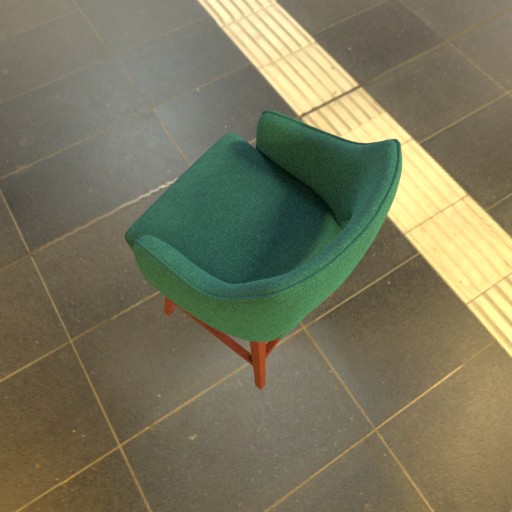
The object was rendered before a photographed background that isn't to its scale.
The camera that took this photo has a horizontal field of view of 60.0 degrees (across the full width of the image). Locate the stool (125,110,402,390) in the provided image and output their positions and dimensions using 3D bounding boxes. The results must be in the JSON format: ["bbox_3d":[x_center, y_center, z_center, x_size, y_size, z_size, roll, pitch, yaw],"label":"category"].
[{"bbox_3d":[0.000,0.000,1.303,0.556,0.961,0.548,35,70,15],"label":"stool"}]
